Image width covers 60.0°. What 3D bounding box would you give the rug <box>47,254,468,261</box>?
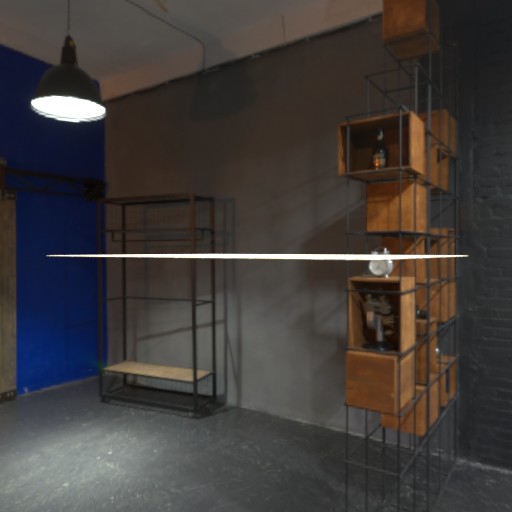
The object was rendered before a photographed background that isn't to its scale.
[{"bbox_3d":[0.000,0.000,4.342,3.353,0.010,2.438,0,1,37],"label":"rug"}]
